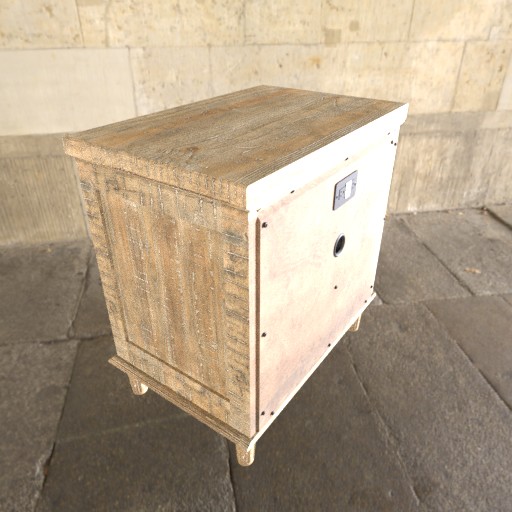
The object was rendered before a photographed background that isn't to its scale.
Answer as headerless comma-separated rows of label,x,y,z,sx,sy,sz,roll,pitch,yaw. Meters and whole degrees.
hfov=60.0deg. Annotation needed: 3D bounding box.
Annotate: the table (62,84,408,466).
table,0.000,0.000,1.161,0.457,0.711,0.686,20,36,30
